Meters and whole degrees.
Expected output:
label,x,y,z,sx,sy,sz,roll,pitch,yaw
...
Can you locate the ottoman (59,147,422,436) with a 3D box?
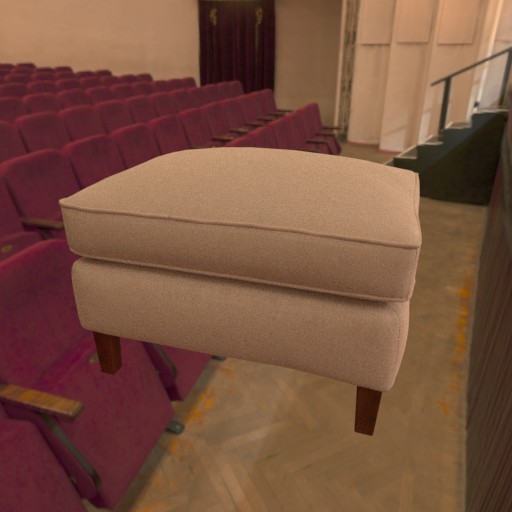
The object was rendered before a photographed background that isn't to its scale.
label,x,y,z,sx,sy,sz,roll,pitch,yaw
ottoman,0.000,0.000,0.996,0.665,0.456,0.501,8,26,16
